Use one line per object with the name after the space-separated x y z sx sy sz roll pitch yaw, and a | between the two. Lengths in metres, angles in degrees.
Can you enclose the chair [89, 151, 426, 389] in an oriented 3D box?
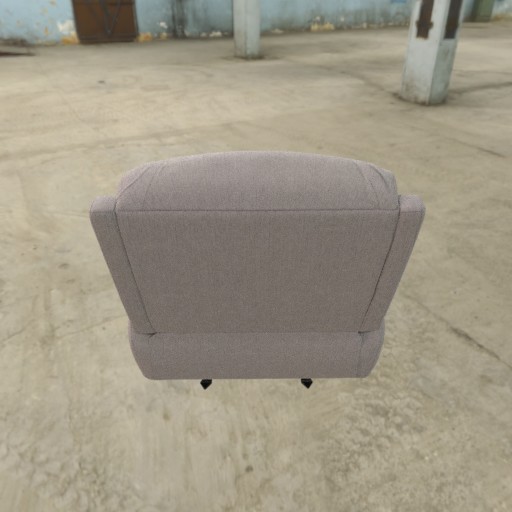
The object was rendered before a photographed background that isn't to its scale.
0.000 0.000 1.700 0.930 1.011 0.899 0 31 -1 | chair
